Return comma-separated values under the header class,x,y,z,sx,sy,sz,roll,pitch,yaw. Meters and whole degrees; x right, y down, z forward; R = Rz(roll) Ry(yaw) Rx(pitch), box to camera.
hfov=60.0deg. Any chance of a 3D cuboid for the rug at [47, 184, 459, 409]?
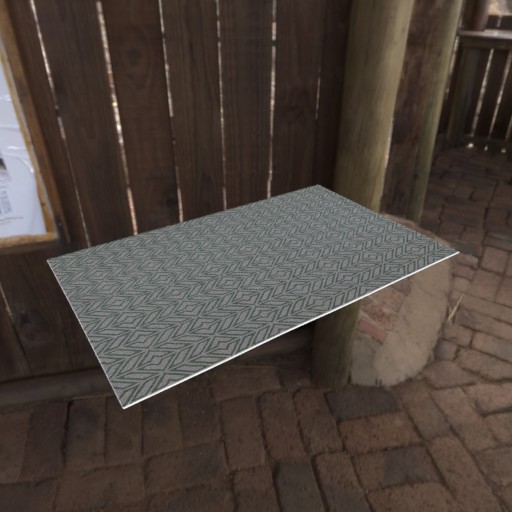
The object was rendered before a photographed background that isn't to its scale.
class,x,y,z,sx,sy,sz,roll,pitch,yaw
rug,0.000,0.000,3.079,2.435,0.011,1.517,-19,36,-29
